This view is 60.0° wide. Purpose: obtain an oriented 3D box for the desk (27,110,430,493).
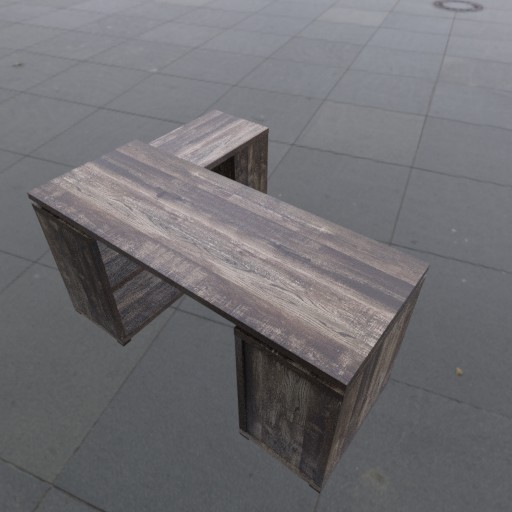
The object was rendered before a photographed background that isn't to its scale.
[{"bbox_3d":[0.000,0.000,2.137,1.524,0.753,1.200,27,48,27],"label":"desk"}]
